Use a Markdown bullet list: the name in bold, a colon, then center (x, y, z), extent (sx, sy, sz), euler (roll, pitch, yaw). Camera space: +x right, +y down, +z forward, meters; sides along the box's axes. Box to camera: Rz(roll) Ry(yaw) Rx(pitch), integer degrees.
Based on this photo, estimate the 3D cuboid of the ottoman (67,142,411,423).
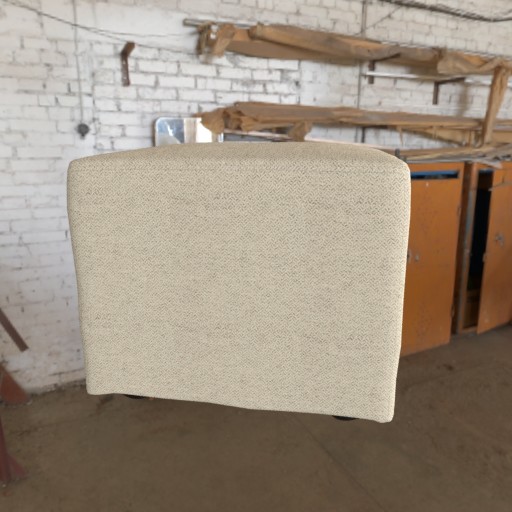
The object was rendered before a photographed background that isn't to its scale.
- **ottoman**: center (0.000, 0.000, 0.909), extent (0.521, 0.453, 0.512), euler (2, 14, 10)
